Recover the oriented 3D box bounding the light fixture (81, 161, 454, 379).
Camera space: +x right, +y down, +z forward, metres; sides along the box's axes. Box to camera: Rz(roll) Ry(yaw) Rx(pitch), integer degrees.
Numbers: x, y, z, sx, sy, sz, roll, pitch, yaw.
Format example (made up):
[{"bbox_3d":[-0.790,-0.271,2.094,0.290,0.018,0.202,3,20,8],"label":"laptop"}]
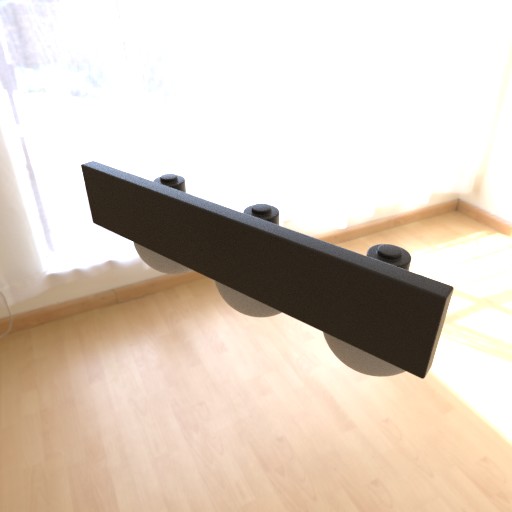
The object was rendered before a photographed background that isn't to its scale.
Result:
[{"bbox_3d":[0.000,0.000,0.837,0.721,0.263,0.218,22,38,32],"label":"light fixture"}]
